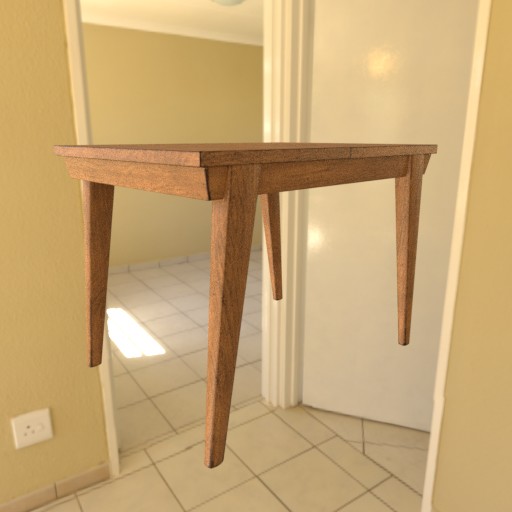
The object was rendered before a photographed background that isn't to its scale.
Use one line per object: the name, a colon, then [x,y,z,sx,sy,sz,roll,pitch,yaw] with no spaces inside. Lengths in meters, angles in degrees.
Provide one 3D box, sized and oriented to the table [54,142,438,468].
table: [0.000,0.000,1.563,1.027,0.760,0.757,-14,21,-42]
